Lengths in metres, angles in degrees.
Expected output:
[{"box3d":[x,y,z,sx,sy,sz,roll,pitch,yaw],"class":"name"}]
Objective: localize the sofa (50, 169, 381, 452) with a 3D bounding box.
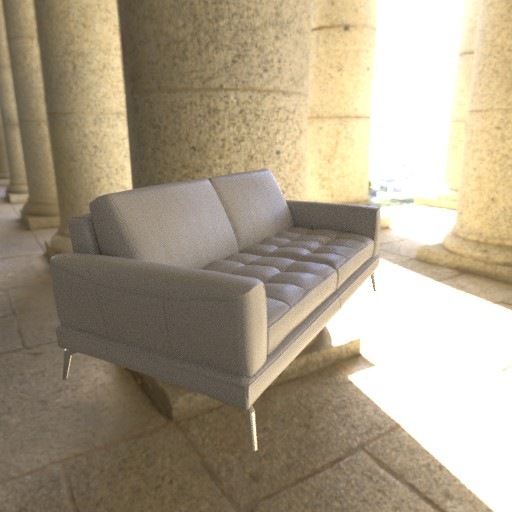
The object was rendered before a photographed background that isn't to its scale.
[{"box3d":[0.000,0.000,2.747,1.121,0.930,2.177,8,18,27],"class":"sofa"}]
